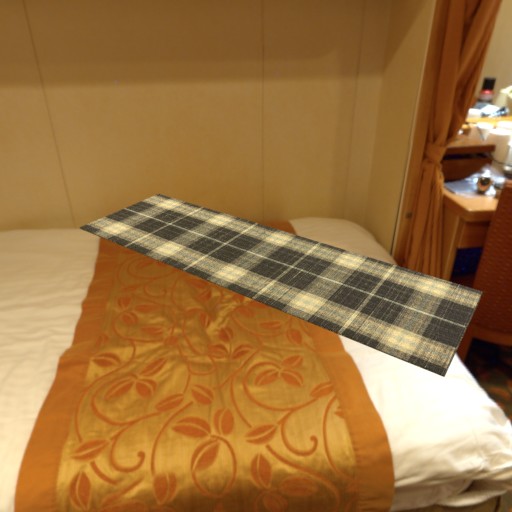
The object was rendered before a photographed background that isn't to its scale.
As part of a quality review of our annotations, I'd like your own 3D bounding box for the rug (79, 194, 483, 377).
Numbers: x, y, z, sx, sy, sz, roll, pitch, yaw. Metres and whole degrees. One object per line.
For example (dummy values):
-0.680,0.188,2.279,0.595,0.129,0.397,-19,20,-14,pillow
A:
0.000,0.000,2.702,2.434,0.012,0.760,19,35,30,rug
